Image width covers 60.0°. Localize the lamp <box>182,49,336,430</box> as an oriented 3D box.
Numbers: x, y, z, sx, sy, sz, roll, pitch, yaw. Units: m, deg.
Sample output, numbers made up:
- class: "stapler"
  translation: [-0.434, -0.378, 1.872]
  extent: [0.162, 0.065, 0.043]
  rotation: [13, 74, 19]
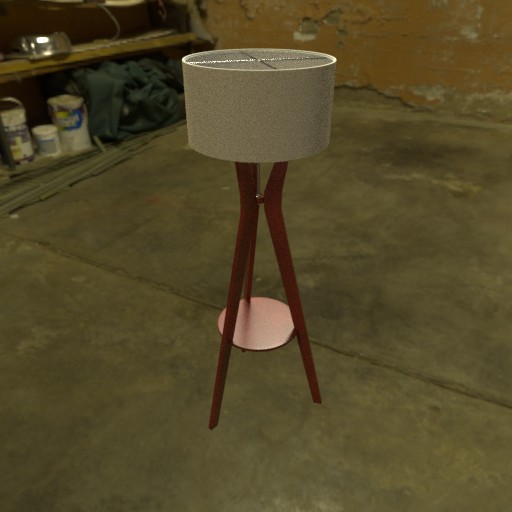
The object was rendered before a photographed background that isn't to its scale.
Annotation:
- class: "lamp"
  translation: [0.000, 0.000, 1.780]
  extent: [0.539, 1.472, 0.542]
  rotation: [-9, 32, -14]
